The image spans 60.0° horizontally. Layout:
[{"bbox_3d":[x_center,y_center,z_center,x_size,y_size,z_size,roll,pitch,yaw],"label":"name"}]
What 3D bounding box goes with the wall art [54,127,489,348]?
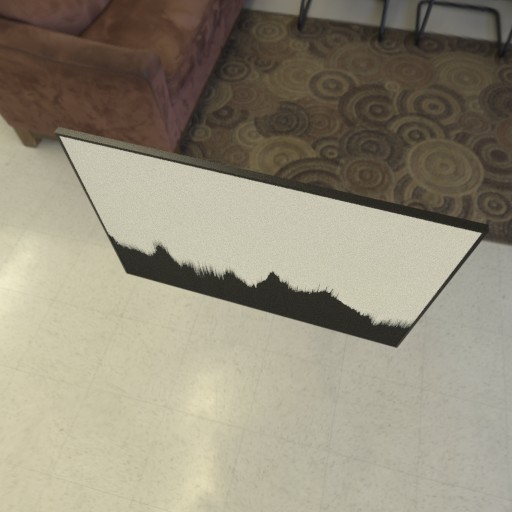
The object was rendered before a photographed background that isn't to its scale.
[{"bbox_3d":[0.000,0.000,1.227,0.957,0.660,0.019,14,60,9],"label":"wall art"}]
